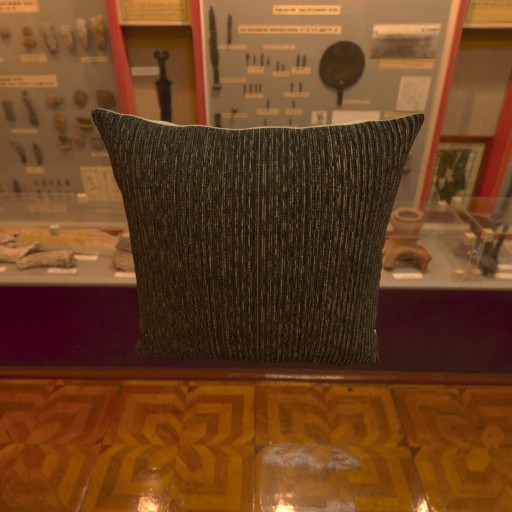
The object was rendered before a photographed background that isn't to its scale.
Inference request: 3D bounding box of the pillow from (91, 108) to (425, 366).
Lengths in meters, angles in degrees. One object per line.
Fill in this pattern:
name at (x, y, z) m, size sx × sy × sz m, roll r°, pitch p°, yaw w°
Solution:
pillow at (0.000, 0.000, 0.679) m, size 0.433 × 0.434 × 0.196 m, roll 1°, pitch 31°, yaw 2°
